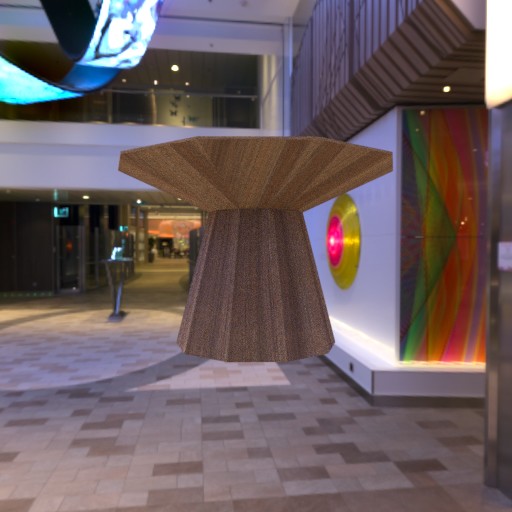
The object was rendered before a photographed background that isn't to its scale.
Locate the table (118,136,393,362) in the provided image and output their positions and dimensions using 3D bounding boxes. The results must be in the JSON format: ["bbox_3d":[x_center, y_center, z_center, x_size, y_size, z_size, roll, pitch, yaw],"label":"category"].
[{"bbox_3d":[0.000,0.000,1.920,1.186,0.752,1.186,0,1,0],"label":"table"}]
